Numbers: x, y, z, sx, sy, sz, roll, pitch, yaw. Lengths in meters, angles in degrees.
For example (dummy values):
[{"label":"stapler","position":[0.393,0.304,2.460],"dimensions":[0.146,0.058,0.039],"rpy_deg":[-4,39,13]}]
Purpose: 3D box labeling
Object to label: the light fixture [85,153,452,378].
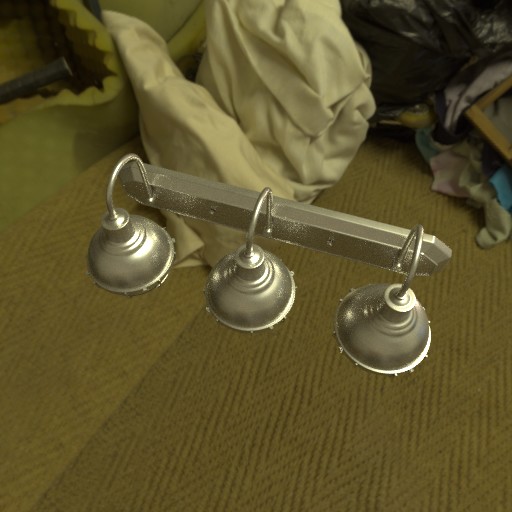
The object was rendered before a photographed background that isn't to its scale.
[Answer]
[{"label":"light fixture","position":[0.000,0.000,0.757],"dimensions":[0.634,0.254,0.229],"rpy_deg":[15,59,10]}]
